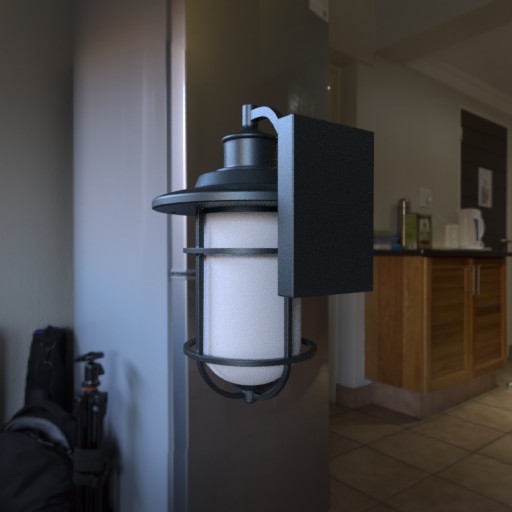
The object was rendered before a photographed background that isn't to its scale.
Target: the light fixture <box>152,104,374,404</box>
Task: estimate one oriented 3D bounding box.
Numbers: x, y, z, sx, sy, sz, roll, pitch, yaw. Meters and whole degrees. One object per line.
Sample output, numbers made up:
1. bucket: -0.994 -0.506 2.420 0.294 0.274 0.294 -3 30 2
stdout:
1. light fixture: 0.000 0.000 0.506 0.222 0.345 0.252 -1 1 -36
